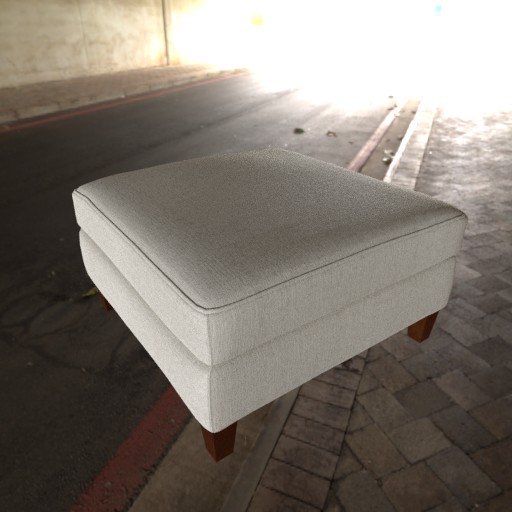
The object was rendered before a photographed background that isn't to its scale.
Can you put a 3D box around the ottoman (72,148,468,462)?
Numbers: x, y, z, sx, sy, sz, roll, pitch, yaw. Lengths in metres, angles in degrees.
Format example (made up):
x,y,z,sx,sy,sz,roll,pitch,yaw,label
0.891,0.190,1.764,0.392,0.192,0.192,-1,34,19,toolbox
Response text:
x,y,z,sx,sy,sz,roll,pitch,yaw,label
0.000,0.000,1.342,0.838,0.478,0.838,-18,33,-31,ottoman
